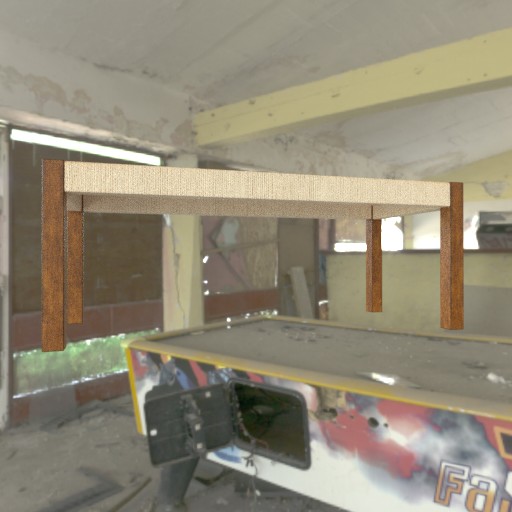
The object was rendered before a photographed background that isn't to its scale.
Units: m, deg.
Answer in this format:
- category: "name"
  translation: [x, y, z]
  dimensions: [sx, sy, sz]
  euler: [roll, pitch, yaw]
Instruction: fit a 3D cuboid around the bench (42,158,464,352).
- category: "bench"
  translation: [0.000, 0.000, 1.455]
  dimensions: [1.198, 0.457, 0.507]
  euler: [0, 0, -16]
